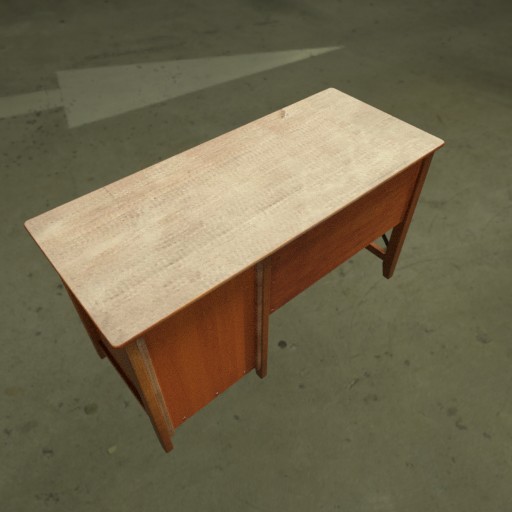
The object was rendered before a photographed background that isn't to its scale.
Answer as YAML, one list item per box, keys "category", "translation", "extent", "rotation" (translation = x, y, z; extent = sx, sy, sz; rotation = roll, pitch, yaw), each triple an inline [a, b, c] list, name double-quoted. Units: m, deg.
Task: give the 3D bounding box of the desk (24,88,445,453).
- category: "desk"
  translation: [0.000, 0.000, 1.750]
  extent: [1.353, 0.756, 0.574]
  rotation: [-32, 54, -27]
